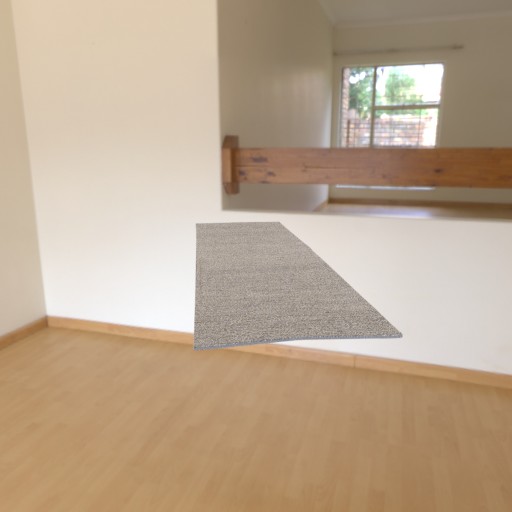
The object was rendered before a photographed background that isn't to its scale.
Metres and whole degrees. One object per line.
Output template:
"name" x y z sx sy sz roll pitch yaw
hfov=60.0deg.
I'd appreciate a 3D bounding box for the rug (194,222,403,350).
"rug" 0.000 0.000 2.533 0.692 0.032 2.320 -2 14 -7
